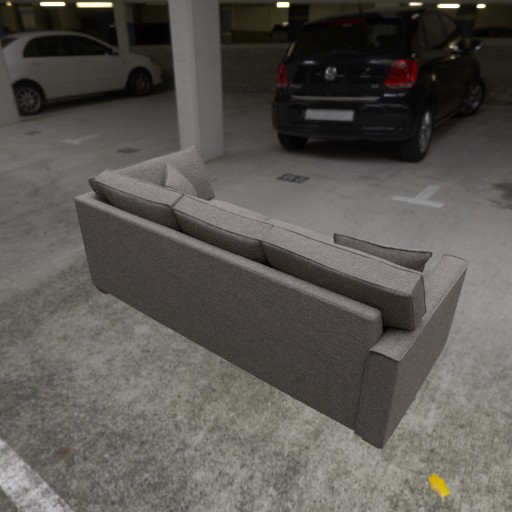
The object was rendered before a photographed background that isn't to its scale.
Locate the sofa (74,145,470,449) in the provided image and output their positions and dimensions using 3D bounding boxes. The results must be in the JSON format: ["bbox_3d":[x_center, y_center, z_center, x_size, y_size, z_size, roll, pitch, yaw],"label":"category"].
[{"bbox_3d":[0.000,0.000,2.850,2.317,0.962,1.061,21,36,32],"label":"sofa"}]
